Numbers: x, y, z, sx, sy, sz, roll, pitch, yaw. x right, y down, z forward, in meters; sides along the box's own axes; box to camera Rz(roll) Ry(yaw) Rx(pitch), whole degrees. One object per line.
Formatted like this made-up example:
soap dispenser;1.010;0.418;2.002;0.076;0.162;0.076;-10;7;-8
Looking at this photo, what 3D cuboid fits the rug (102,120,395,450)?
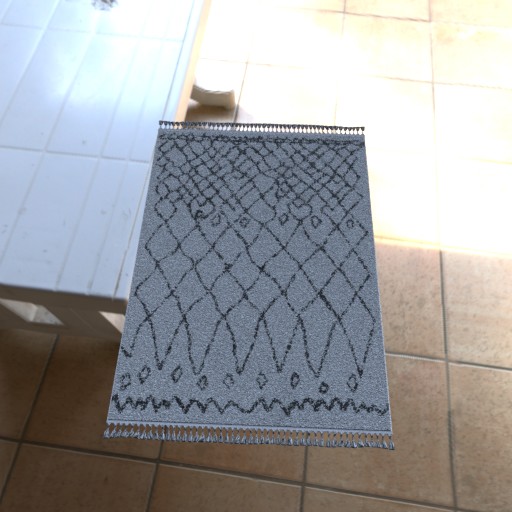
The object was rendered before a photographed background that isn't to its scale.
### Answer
rug;0.000;0.000;2.949;1.613;0.017;2.312;2;64;1
